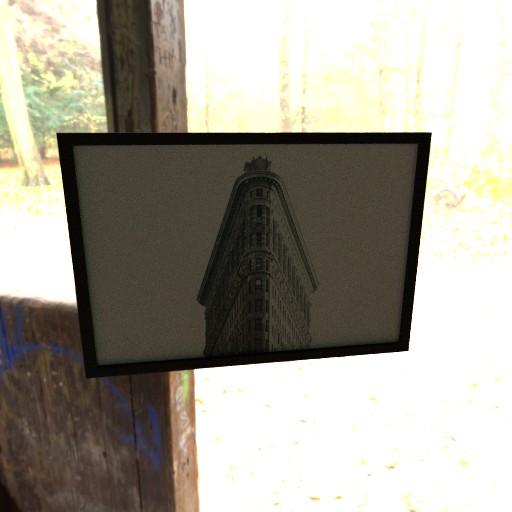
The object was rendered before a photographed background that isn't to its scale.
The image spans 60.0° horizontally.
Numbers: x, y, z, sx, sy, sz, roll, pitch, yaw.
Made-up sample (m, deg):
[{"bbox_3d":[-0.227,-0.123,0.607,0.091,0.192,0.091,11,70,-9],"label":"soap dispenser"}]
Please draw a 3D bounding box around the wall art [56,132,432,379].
[{"bbox_3d":[0.000,0.000,1.221,0.958,0.656,0.026,-3,16,-9],"label":"wall art"}]
